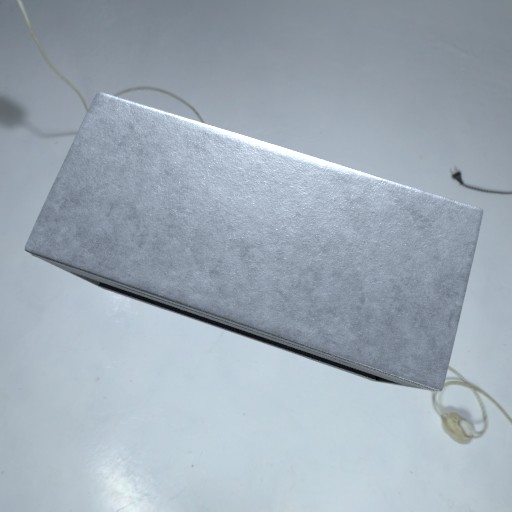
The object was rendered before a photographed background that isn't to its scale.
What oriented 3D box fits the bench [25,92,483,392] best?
[{"bbox_3d":[0.000,0.000,1.179,0.905,0.501,0.401,18,77,4],"label":"bench"}]
